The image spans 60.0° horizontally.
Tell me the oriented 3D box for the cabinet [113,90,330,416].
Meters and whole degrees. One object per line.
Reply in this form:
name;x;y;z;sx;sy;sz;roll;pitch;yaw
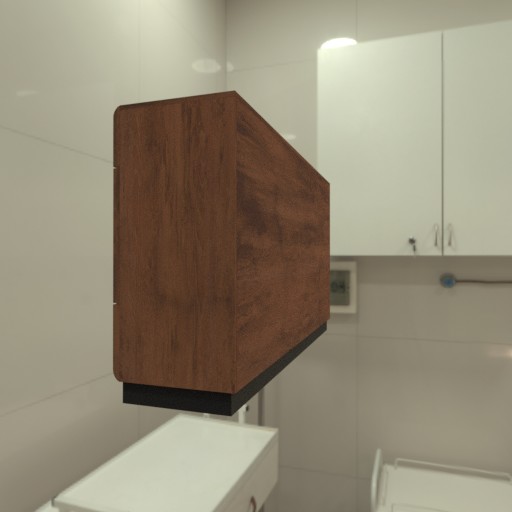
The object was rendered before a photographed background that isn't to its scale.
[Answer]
cabinet;0.000;0.000;2.038;0.420;0.900;1.600;0;0;19
